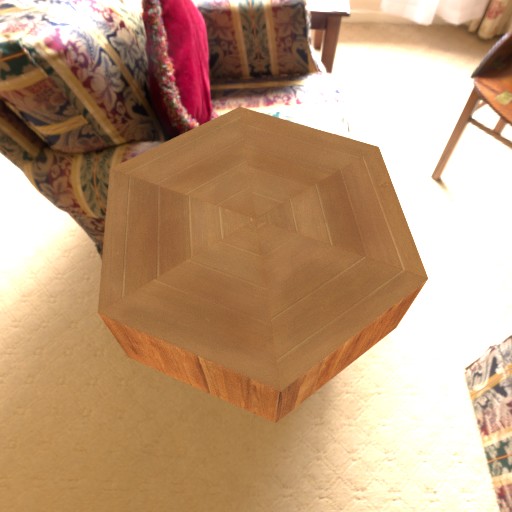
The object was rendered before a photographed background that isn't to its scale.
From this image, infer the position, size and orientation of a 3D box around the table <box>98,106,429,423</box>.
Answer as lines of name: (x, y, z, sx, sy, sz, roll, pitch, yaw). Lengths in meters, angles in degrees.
table: (0.000, 0.000, 1.674, 1.154, 0.456, 1.000, -32, 63, -19)
